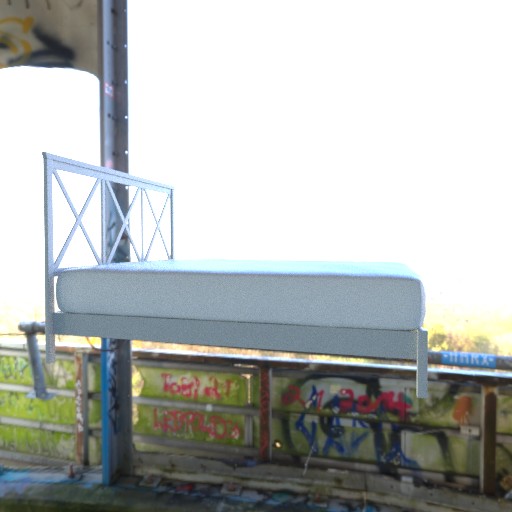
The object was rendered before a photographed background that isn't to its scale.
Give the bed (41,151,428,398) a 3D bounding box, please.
[{"bbox_3d":[0.000,0.000,3.114,2.135,1.253,1.673,1,2,16],"label":"bed"}]
